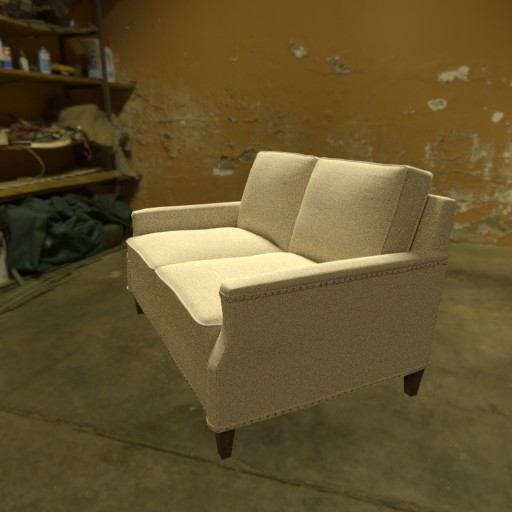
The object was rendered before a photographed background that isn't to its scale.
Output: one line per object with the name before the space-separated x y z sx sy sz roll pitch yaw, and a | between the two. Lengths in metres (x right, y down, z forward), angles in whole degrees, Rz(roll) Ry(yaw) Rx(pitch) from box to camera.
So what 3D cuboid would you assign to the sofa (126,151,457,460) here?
sofa | 0.000 0.000 2.282 1.084 1.003 1.597 -7 17 -25
